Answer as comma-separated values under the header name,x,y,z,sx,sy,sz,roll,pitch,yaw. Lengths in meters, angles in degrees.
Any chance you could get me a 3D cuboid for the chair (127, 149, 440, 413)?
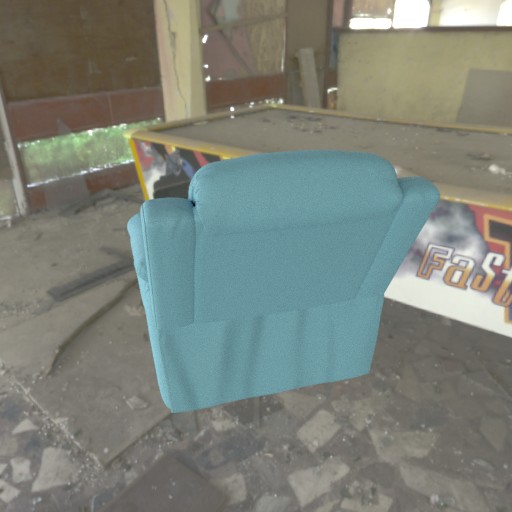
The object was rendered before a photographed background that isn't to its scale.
name,x,y,z,sx,sy,sz,roll,pitch,yaw
chair,0.000,0.000,1.236,0.680,0.702,0.709,-7,27,-14
